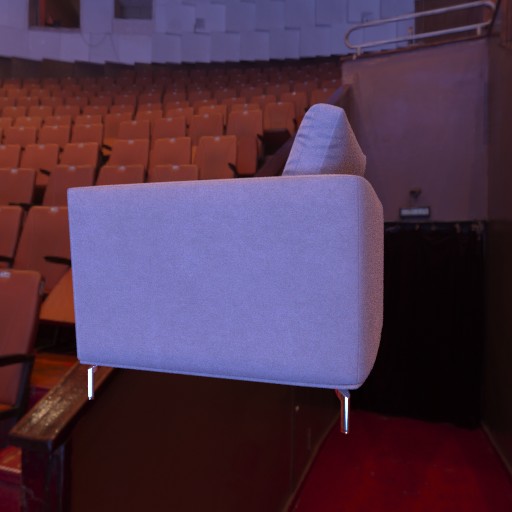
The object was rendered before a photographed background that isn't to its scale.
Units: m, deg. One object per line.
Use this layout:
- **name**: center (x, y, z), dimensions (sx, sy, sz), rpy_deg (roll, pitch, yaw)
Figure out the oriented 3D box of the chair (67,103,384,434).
- **chair**: center (0.000, 0.000, 1.649), dimensions (0.889, 0.864, 1.041), rpy_deg (0, 2, 18)
